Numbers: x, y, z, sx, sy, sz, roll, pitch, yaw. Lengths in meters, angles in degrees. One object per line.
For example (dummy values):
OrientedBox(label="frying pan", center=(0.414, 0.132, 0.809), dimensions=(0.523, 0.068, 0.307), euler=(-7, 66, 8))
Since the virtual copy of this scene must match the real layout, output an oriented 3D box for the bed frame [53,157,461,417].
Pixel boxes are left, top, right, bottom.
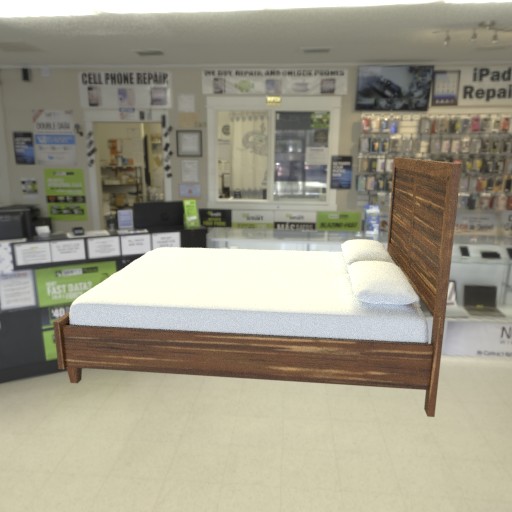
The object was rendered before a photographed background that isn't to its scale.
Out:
OrientedBox(label="bed frame", center=(0.000, 0.000, 3.318), dimensions=(2.276, 1.417, 1.696), euler=(2, 14, 7))
